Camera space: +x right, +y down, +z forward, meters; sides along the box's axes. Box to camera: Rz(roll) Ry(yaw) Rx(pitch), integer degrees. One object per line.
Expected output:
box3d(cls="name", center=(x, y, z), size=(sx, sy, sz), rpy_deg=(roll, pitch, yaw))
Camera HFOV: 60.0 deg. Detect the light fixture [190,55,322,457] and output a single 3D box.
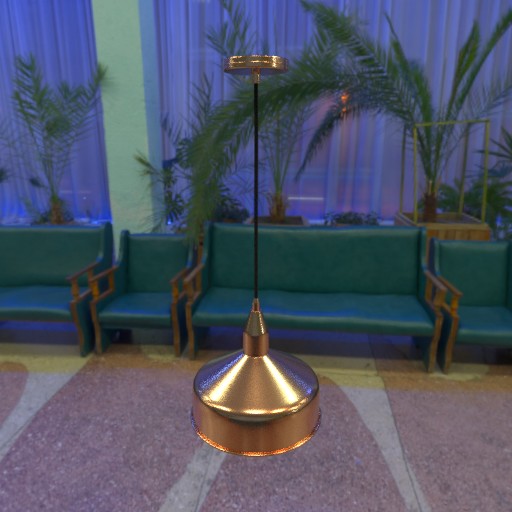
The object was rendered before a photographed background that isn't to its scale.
box3d(cls="light fixture", center=(0.000, 0.000, 0.926), size=(0.301, 0.754, 0.301), rpy_deg=(2, 16, 8))
